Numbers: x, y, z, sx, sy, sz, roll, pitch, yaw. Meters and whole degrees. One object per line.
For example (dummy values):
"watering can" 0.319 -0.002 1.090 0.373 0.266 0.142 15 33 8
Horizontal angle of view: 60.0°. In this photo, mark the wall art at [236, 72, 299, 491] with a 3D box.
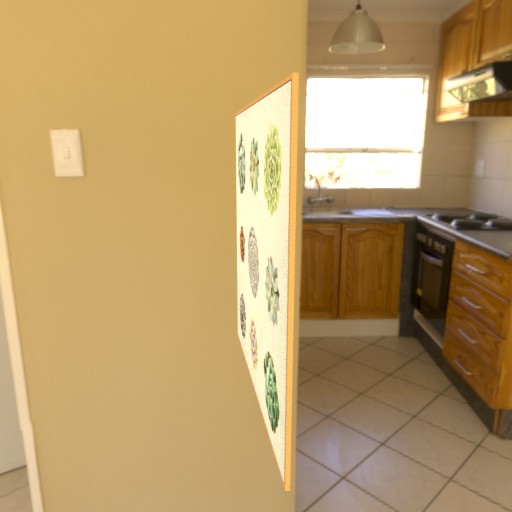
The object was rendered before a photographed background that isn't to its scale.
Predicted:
"wall art" 0.000 0.000 1.437 0.013 0.959 0.962 -2 13 -9
